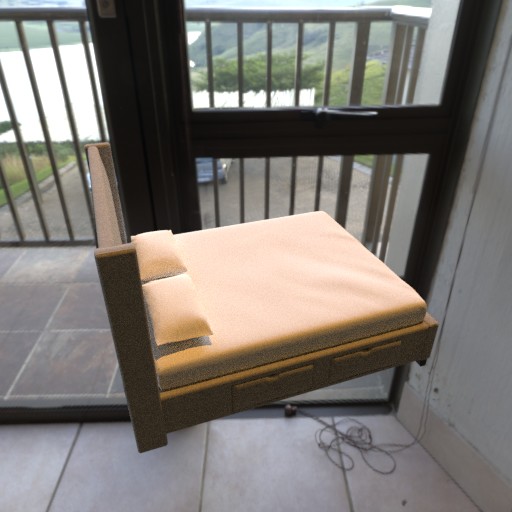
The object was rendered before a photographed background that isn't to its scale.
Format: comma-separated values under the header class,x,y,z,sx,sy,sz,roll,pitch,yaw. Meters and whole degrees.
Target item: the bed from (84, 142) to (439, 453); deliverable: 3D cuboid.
class,x,y,z,sx,sy,sz,roll,pitch,yaw
bed,0.000,0.000,3.454,2.222,1.491,1.774,-11,33,-17
